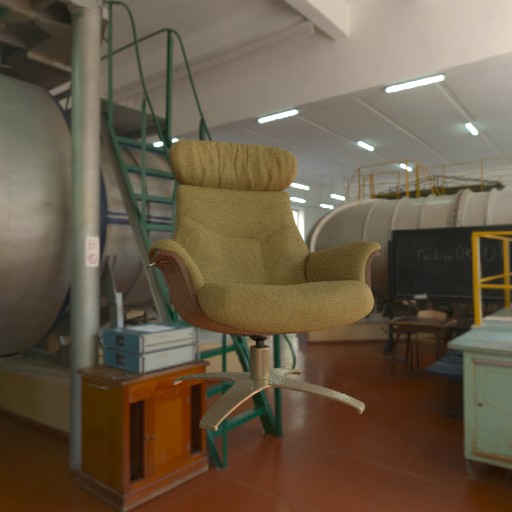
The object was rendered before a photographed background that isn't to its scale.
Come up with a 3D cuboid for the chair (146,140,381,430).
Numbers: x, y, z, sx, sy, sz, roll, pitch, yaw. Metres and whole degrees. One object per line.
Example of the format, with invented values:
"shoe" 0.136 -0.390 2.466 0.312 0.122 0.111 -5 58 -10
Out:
"chair" 0.000 0.000 1.605 0.785 0.995 0.837 0 -1 -18
